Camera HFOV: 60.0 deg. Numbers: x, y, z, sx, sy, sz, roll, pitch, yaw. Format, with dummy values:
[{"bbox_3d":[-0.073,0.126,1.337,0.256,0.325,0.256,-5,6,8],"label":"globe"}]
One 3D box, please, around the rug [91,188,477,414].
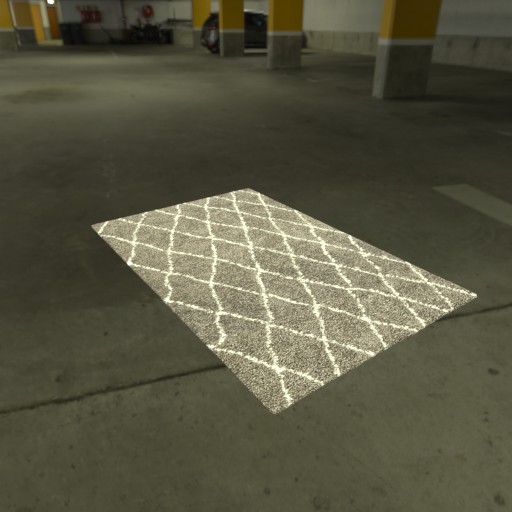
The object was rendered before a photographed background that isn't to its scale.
[{"bbox_3d":[0.000,0.000,3.559,1.778,0.030,2.743,-19,33,-31],"label":"rug"}]
